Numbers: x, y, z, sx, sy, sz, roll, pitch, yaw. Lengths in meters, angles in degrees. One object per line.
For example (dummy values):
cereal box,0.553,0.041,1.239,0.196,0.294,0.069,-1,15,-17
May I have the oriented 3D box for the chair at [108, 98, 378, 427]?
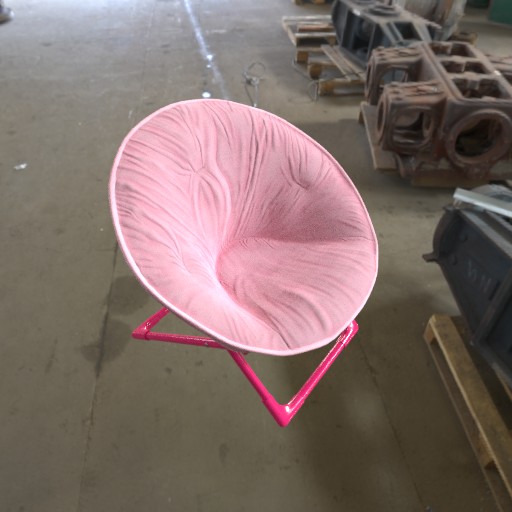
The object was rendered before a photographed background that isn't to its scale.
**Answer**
chair,0.000,0.000,0.889,0.459,0.494,0.522,27,48,27
